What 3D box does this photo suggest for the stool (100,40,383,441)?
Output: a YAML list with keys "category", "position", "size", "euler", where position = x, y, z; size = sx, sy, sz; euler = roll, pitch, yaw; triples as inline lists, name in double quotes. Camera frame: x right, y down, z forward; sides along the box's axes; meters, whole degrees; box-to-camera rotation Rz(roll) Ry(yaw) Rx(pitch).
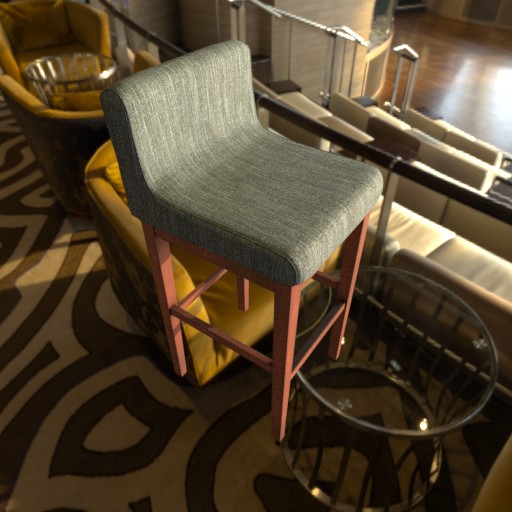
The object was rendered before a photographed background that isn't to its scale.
- category: "stool"
  position: [0.000, 0.000, 1.213]
  size: [0.499, 0.965, 0.426]
  euler: [25, 46, 26]
